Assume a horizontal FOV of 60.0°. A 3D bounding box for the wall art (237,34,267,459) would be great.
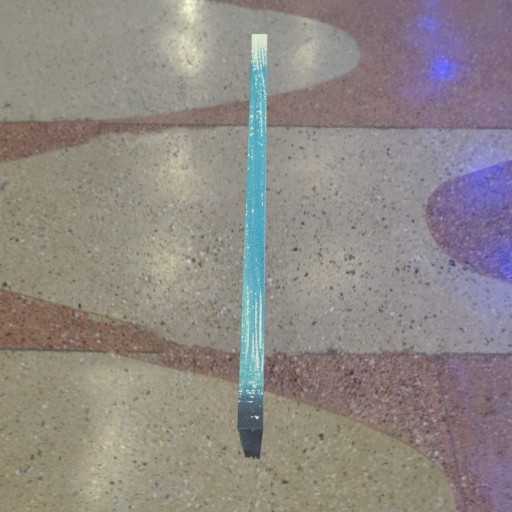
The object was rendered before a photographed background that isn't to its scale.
[{"bbox_3d":[0.000,0.000,1.143,0.039,0.610,0.914,1,62,1],"label":"wall art"}]
